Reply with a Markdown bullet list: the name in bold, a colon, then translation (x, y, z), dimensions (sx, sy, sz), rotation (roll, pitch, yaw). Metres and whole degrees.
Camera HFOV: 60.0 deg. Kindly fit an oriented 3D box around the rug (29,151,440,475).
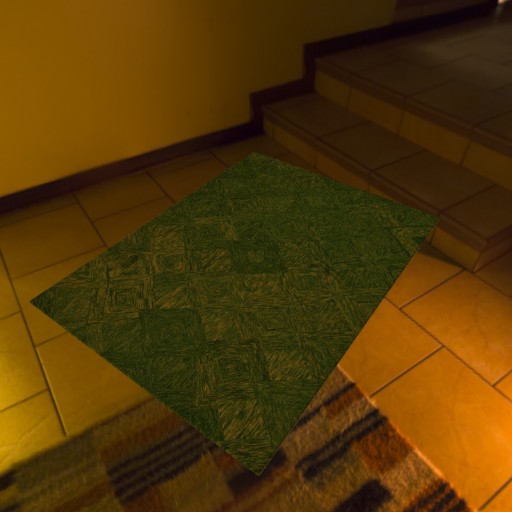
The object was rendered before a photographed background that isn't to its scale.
- **rug**: translation (0.000, 0.000, 4.190), dimensions (2.405, 0.027, 3.217), rotation (26, 48, 26)
